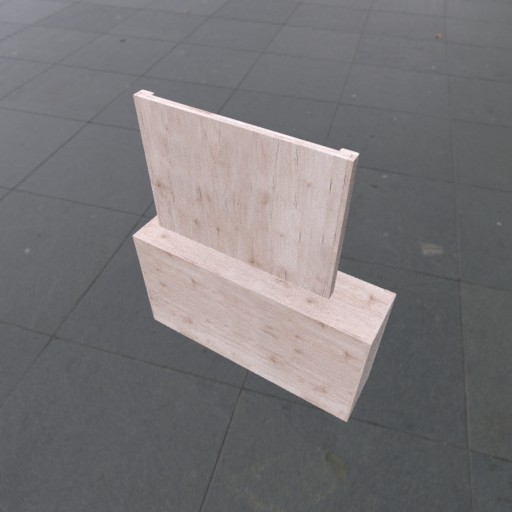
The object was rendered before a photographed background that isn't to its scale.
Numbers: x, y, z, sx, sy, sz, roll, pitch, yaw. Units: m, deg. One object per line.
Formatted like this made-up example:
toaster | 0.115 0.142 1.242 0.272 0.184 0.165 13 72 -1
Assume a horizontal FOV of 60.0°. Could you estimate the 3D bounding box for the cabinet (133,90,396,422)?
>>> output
cabinet | 0.000 0.000 2.774 1.700 1.981 0.420 23 49 22
